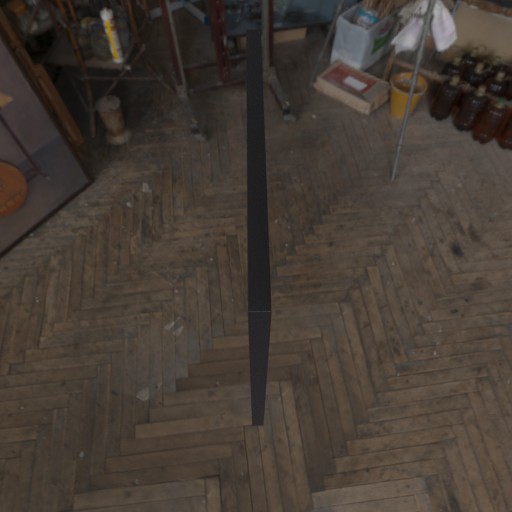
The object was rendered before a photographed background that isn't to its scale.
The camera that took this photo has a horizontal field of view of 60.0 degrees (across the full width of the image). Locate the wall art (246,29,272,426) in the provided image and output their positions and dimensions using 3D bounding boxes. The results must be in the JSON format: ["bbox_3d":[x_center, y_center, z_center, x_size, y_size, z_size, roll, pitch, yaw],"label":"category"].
[{"bbox_3d":[0.000,0.000,0.723,0.021,0.509,0.430,-1,58,0],"label":"wall art"}]
